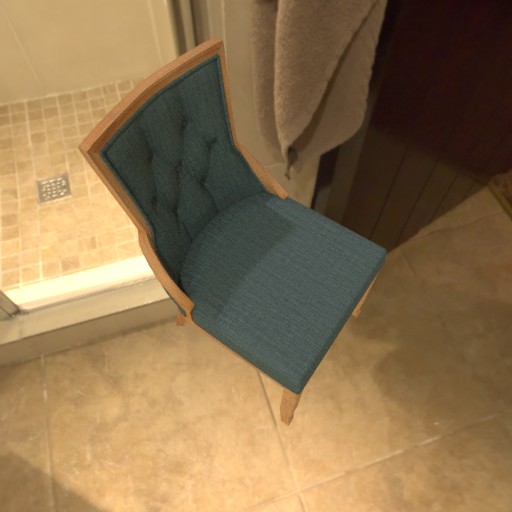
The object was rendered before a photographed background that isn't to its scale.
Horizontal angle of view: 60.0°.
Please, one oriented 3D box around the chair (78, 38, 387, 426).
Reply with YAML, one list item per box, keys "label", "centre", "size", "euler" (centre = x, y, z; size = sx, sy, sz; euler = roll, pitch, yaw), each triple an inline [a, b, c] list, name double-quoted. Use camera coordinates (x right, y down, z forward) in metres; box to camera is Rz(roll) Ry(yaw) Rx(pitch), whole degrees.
- label: "chair"
  centre: [0.000, 0.000, 1.322]
  size: [0.641, 0.947, 0.524]
  euler: [31, 64, 17]
